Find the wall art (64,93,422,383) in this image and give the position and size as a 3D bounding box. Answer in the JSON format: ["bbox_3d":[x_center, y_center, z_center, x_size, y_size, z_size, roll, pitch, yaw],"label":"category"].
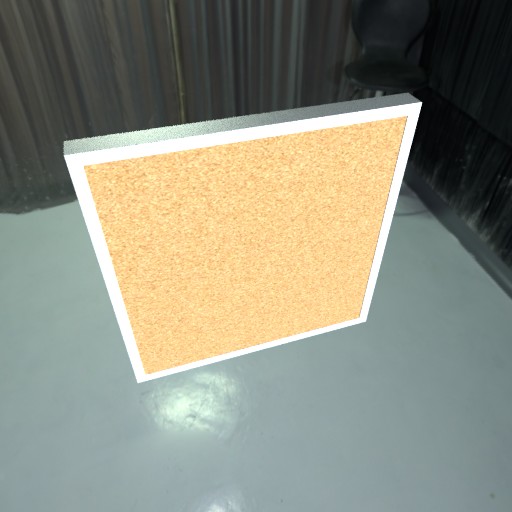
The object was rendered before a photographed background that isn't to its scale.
[{"bbox_3d":[0.000,0.000,0.782,0.506,0.505,0.038,-12,43,-13],"label":"wall art"}]
